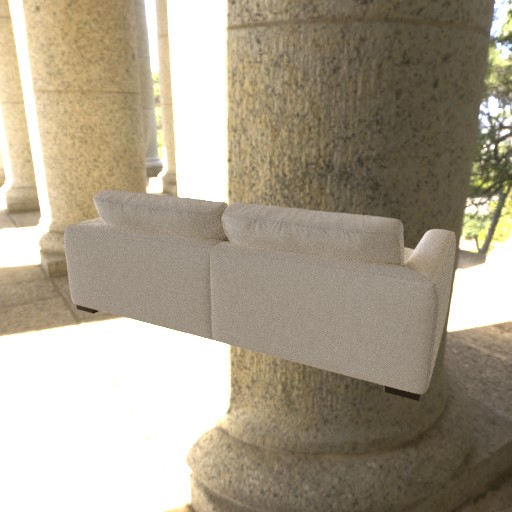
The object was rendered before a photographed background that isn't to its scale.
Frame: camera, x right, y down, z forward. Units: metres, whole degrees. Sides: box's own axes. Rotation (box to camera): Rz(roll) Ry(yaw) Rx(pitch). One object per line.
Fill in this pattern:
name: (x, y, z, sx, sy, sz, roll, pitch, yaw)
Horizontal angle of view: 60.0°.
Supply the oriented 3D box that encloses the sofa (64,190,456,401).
sofa: (0.000, 0.000, 2.805, 2.262, 0.801, 1.070, 9, 19, 26)
